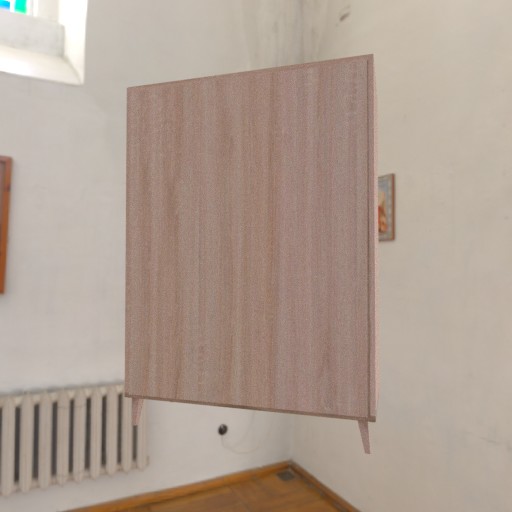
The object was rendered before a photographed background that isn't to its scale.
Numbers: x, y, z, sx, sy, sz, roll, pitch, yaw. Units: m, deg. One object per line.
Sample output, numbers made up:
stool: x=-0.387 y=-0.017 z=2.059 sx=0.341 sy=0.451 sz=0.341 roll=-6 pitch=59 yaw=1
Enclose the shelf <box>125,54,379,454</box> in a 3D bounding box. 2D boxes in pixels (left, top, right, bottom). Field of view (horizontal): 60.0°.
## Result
shelf: x=0.000 y=0.000 z=1.890 sx=0.995 sy=1.405 sz=0.434 roll=0 pitch=-1 yaw=17
